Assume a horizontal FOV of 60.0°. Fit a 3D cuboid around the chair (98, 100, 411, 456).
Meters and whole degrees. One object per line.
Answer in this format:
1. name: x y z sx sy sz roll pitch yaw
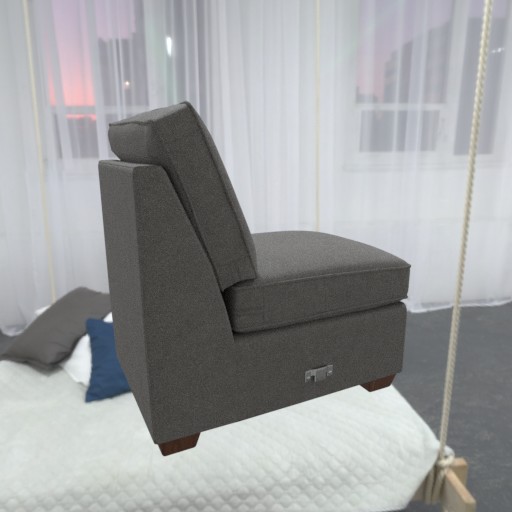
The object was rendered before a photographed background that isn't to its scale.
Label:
1. chair: 0.000 0.000 1.566 0.938 0.970 0.621 -7 15 -26
